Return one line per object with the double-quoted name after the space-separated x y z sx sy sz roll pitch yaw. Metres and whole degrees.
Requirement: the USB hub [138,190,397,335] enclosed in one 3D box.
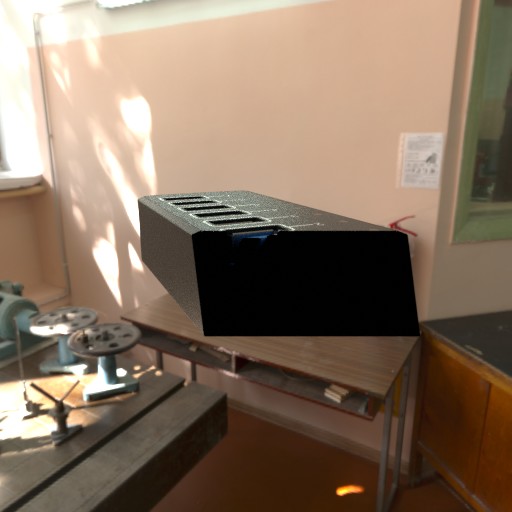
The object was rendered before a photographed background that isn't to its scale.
0.000 0.000 0.123 0.044 0.023 0.110 -7 17 -24 "USB hub"
